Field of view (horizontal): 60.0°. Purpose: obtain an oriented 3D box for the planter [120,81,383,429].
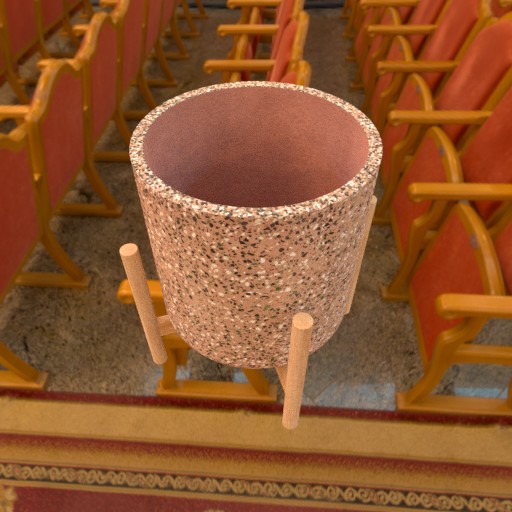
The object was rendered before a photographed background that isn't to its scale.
[{"bbox_3d":[0.000,0.000,0.690,0.360,0.419,0.360,3,46,3],"label":"planter"}]
